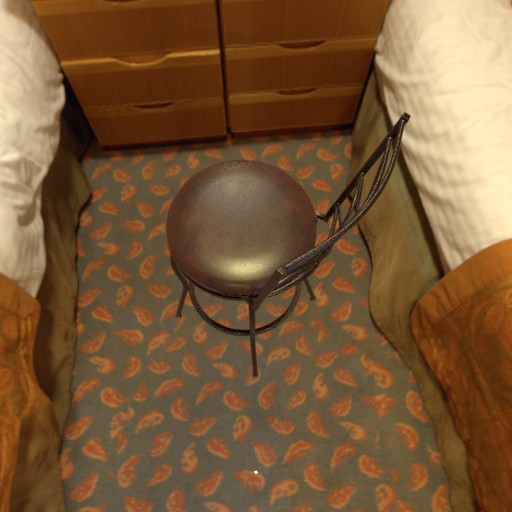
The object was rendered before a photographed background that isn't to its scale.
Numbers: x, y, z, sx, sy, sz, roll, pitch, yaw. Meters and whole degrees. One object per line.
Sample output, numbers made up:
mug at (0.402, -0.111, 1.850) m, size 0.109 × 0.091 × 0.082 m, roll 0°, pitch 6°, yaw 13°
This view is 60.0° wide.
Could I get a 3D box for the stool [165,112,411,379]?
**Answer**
stool at (0.000, 0.000, 1.361) m, size 0.534 × 1.117 × 0.434 m, roll 34°, pitch 69°, yaw 15°
